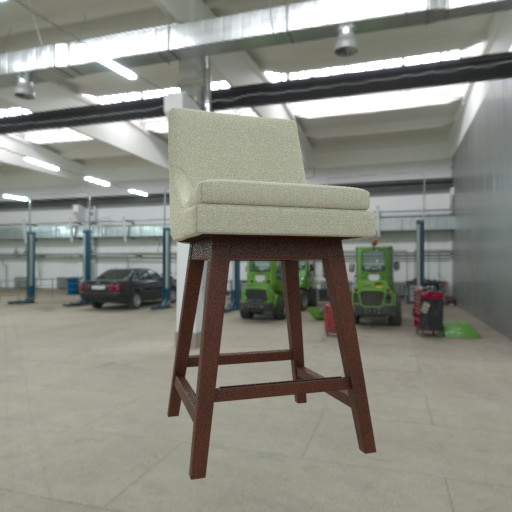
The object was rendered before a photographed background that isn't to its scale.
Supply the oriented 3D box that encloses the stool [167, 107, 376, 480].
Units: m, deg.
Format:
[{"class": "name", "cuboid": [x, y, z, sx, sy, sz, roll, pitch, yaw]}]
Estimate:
[{"class": "stool", "cuboid": [0.000, 0.000, 1.292, 0.469, 0.991, 0.559, 0, -1, -18]}]
